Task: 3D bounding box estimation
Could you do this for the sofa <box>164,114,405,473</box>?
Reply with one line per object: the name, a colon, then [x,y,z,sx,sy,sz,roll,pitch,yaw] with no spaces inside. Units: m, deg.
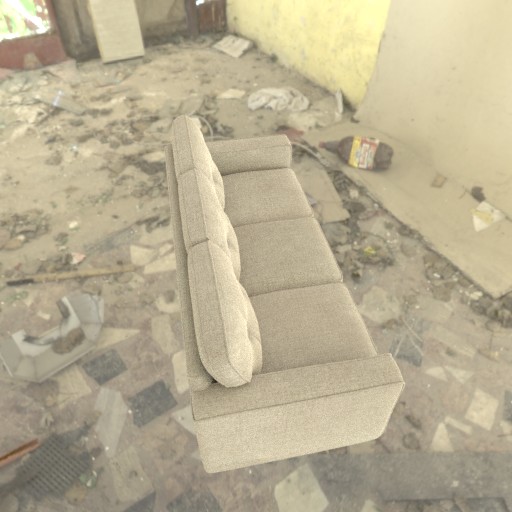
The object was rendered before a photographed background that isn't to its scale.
sofa: [0.000,0.000,2.680,0.939,0.965,2.133,-8,46,-8]
